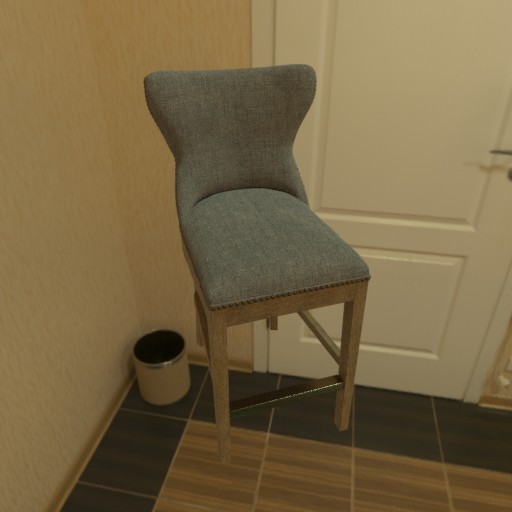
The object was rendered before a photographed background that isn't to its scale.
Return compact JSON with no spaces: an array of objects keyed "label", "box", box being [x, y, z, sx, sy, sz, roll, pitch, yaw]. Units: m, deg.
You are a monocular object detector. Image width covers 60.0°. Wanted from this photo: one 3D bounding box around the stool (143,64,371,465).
[{"label":"stool","box":[0.000,0.000,1.312,0.498,0.981,0.608,-9,32,-15]}]
